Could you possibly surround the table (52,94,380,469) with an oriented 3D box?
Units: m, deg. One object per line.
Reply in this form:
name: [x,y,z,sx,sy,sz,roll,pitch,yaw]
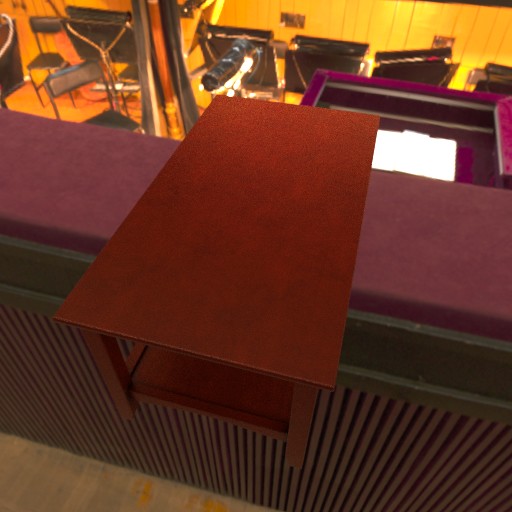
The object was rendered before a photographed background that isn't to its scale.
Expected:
table: [0.000,0.000,1.259,0.533,0.456,0.943,11,47,11]
